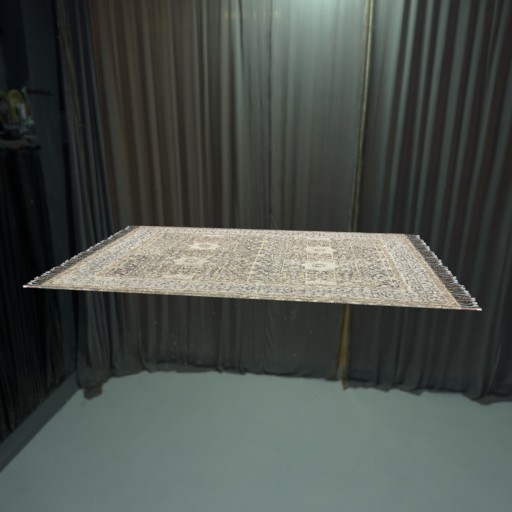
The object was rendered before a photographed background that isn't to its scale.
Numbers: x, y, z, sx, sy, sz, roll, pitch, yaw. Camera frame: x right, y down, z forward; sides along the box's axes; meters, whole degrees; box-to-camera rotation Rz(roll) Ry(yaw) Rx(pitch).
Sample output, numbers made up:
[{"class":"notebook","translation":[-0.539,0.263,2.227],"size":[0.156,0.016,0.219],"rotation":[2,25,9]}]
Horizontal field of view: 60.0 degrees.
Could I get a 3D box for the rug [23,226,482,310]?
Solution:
[{"class":"rug","translation":[0.000,0.000,2.503],"size":[2.029,0.010,1.237],"rotation":[2,17,7]}]
